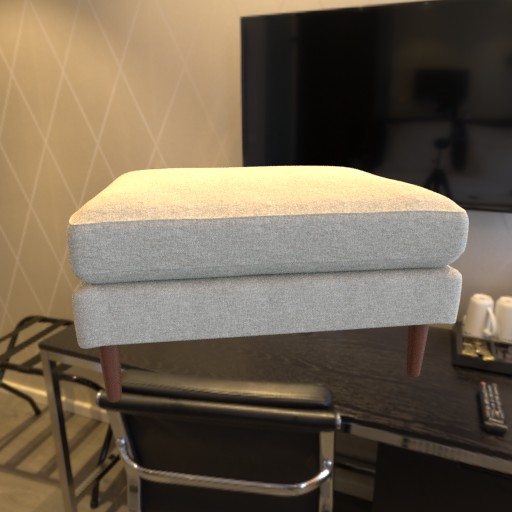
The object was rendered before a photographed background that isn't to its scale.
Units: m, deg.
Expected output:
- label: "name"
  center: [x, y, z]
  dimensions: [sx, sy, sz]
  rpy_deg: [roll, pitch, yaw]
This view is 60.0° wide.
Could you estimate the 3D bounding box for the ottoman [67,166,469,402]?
- label: "ottoman"
  center: [0.000, 0.000, 1.231]
  dimensions: [0.821, 0.474, 0.693]
  rpy_deg: [-2, 17, -8]
